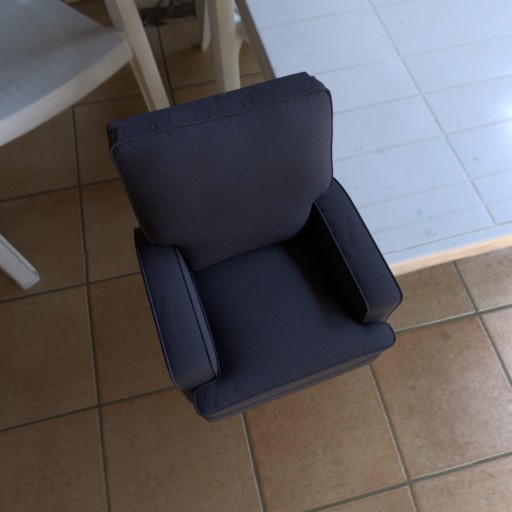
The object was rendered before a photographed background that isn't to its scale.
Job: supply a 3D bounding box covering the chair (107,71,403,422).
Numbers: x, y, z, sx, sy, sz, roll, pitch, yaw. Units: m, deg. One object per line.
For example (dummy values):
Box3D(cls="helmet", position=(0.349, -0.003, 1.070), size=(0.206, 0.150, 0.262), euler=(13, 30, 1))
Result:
Box3D(cls="chair", position=(0.000, 0.000, 1.680), size=(0.861, 0.962, 0.964), euler=(-18, 66, -9))
